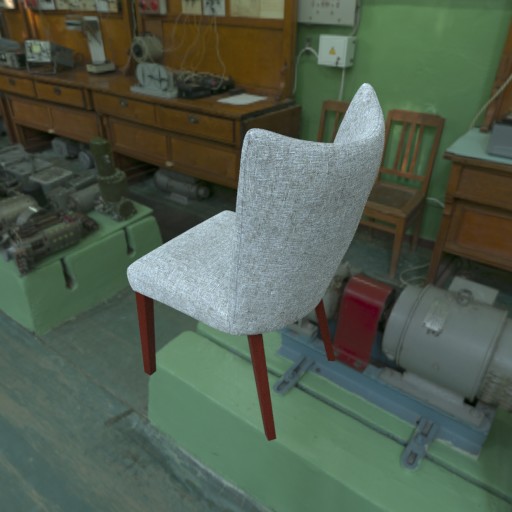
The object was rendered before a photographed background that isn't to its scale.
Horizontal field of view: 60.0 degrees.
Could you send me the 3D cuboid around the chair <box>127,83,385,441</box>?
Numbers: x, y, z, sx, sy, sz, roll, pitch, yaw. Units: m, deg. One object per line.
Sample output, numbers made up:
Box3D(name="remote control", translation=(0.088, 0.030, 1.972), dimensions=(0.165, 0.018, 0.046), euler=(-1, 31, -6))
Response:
Box3D(name="chair", translation=(0.000, 0.000, 1.304), dimensions=(0.623, 0.924, 0.535), euler=(20, 37, 29))
